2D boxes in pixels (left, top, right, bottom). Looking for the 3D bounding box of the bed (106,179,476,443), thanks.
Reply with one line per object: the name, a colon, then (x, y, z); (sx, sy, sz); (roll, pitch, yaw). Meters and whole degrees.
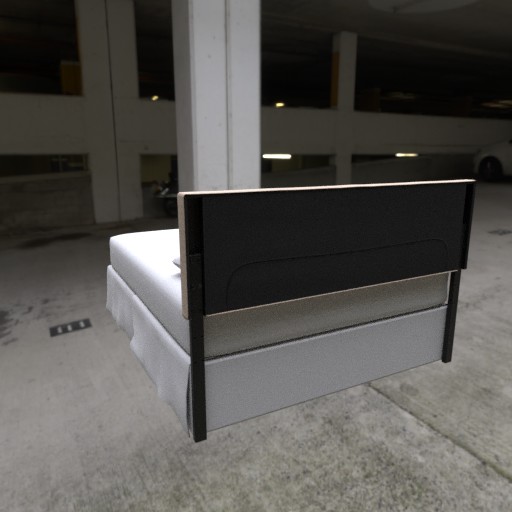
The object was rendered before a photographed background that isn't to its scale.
bed: (0.000, 0.000, 2.833); (1.616, 1.016, 1.876); (-7, 15, -27)
